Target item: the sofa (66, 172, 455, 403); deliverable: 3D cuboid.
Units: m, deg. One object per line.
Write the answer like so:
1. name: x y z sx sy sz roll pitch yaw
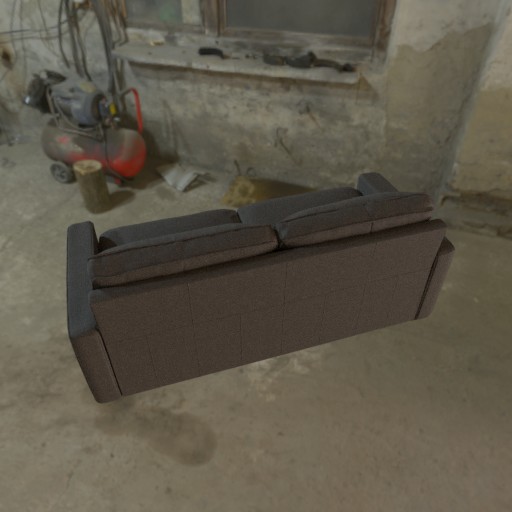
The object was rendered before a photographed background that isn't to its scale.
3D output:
1. sofa: 0.000 0.000 2.626 2.080 0.919 0.940 -12 42 -13
